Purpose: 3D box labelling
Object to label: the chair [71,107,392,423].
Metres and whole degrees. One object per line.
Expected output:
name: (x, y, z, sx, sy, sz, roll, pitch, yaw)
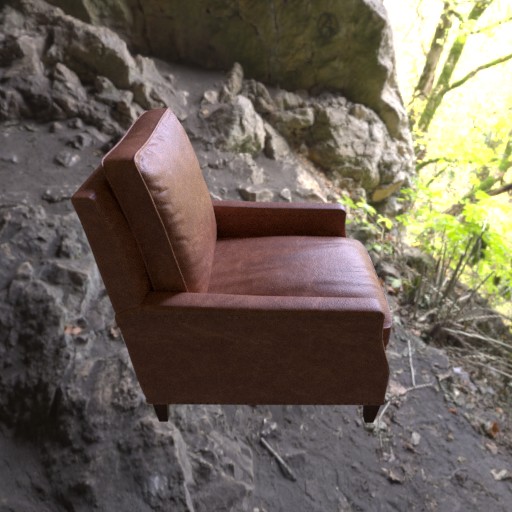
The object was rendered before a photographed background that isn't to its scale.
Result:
chair: (0.000, 0.000, 1.817, 1.035, 1.054, 0.854, 0, 32, 0)
